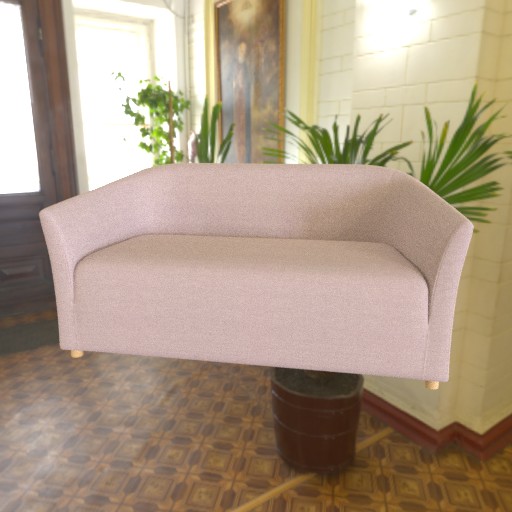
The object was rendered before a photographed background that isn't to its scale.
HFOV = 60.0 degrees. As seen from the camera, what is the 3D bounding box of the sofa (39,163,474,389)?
[{"bbox_3d":[0.000,0.000,1.828,1.452,0.721,0.705,2,14,10],"label":"sofa"}]
